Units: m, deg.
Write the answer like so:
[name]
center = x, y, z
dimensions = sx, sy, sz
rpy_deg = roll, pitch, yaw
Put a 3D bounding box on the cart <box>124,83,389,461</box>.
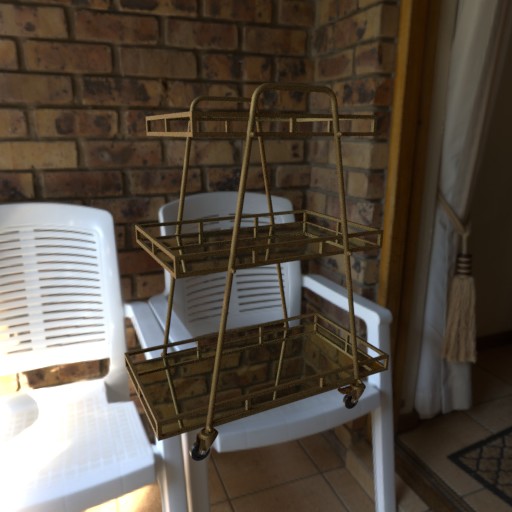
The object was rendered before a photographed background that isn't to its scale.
[cart]
center = 0.000, 0.000, 1.265
dimensions = 0.711, 0.883, 0.441
rpy_deg = -8, 17, -26
